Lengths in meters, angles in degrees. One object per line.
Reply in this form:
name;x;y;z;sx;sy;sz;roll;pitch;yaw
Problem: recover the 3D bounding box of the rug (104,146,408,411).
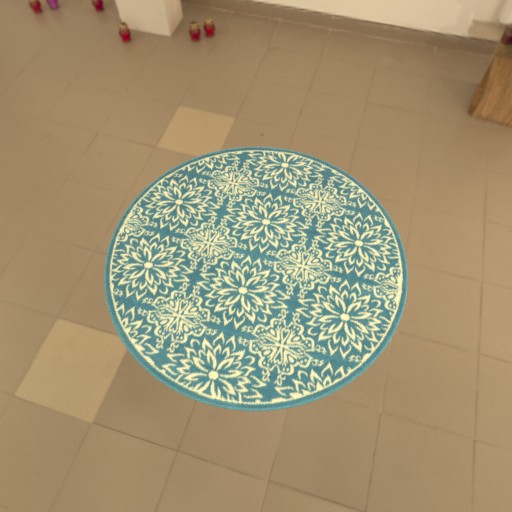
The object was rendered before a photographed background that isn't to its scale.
rug;0.000;0.000;2.360;1.593;0.012;1.593;0;59;0
